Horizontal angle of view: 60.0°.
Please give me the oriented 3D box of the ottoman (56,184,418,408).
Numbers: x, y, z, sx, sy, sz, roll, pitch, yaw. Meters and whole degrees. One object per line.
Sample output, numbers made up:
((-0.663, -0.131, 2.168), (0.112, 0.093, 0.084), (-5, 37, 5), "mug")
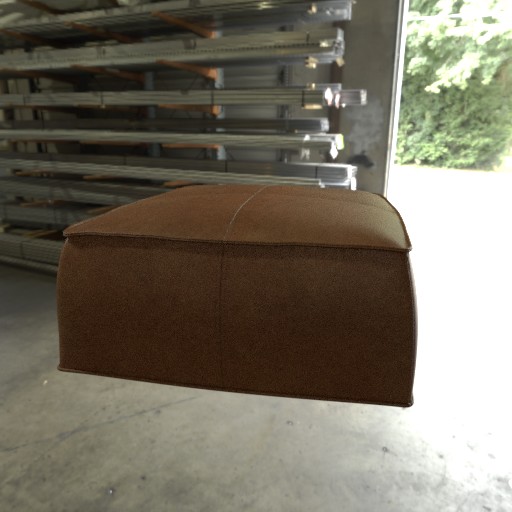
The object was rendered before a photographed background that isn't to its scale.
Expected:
((0.000, 0.000, 1.376), (0.901, 0.395, 0.902), (3, 16, 10), "ottoman")
